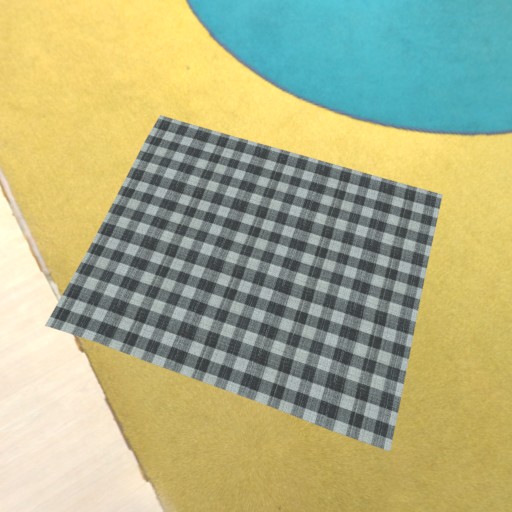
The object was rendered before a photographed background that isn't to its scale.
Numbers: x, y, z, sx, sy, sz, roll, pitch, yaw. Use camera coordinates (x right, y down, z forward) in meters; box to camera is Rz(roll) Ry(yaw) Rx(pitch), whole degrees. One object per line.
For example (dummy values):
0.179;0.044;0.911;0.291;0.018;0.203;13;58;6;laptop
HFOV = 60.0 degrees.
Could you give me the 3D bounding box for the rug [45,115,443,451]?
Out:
0.000;0.000;4.065;3.021;0.013;2.432;18;67;8;rug
